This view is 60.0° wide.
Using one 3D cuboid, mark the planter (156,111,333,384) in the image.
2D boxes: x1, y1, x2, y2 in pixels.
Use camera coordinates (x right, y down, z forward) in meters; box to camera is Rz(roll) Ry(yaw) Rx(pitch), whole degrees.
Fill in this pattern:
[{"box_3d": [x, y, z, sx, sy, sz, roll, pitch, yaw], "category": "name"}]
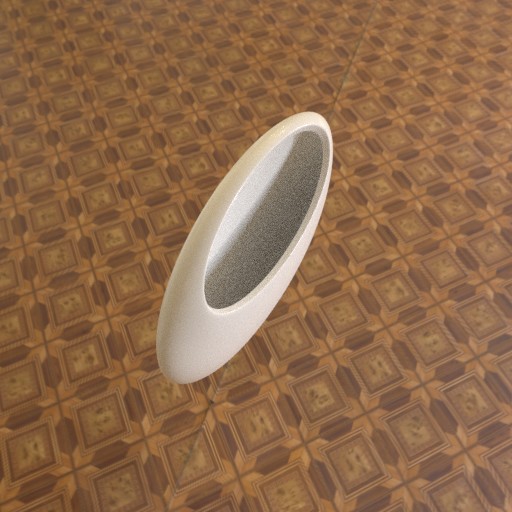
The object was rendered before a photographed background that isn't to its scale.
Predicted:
[{"box_3d": [0.000, 0.000, 0.286, 0.043, 0.188, 0.185, 29, 63, 17], "category": "planter"}]
